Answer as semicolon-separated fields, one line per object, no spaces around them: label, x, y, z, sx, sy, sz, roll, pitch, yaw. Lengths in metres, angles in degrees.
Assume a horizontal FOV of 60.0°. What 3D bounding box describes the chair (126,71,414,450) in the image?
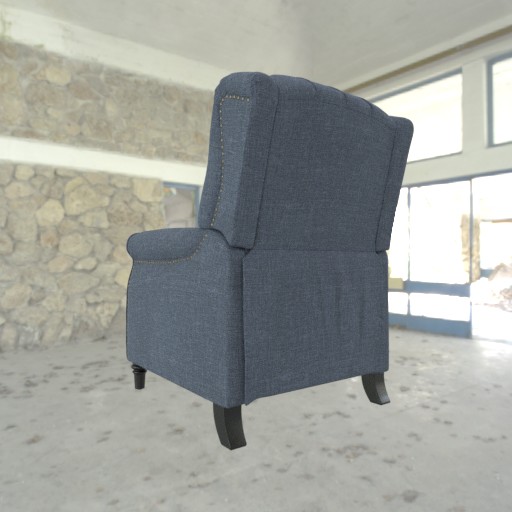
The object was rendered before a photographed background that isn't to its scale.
chair;0.000;0.000;1.629;0.742;1.035;0.898;1;-1;-36
